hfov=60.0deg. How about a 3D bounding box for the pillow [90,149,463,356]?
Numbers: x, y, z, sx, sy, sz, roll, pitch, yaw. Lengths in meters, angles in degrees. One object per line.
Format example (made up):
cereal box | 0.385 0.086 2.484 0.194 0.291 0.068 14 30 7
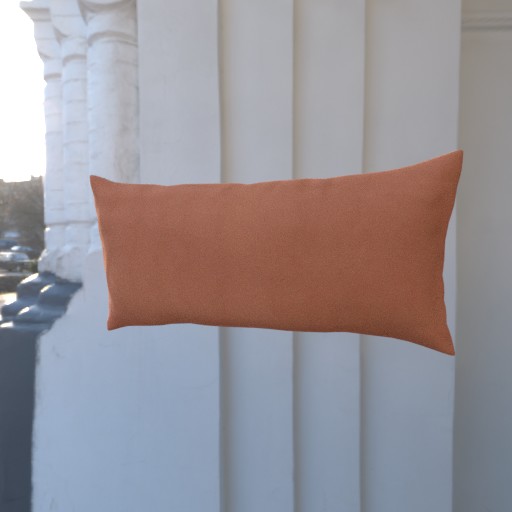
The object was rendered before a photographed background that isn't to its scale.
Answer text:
pillow | 0.000 0.000 0.724 0.608 0.292 0.156 0 1 18
